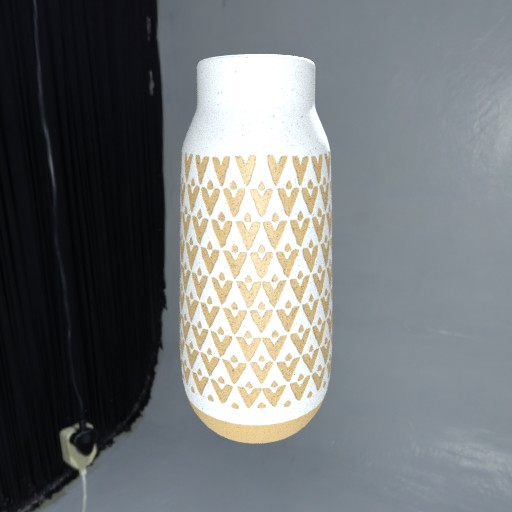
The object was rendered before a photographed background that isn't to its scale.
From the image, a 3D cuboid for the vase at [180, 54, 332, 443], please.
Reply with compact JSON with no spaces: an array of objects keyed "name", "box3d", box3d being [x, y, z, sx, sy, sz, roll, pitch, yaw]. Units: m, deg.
[{"name":"vase","box3d":[0.000,0.000,0.382,0.137,0.307,0.137,0,16,0]}]
